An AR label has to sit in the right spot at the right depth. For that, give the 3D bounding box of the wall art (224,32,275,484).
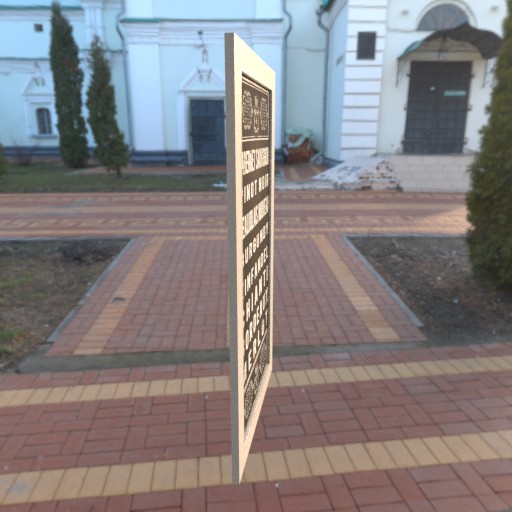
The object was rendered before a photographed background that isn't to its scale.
[{"bbox_3d":[0.000,0.000,0.825,0.013,0.683,0.380,3,16,10],"label":"wall art"}]
